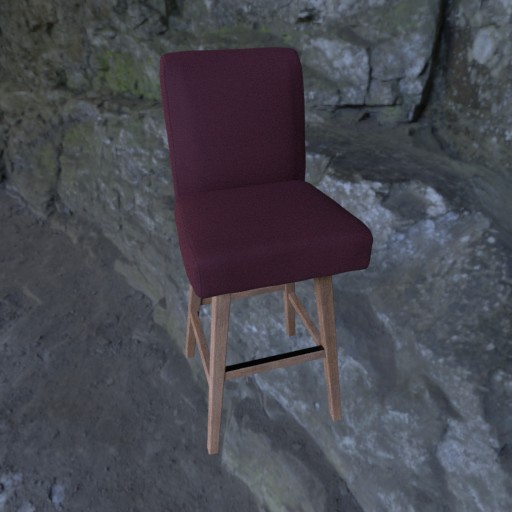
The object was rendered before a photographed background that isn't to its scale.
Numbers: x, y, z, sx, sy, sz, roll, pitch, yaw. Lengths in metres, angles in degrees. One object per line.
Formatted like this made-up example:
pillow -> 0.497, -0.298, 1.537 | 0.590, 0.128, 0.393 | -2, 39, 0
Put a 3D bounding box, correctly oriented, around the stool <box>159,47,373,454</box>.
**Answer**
stool -> 0.000, 0.000, 1.352 | 0.468, 1.093, 0.562 | -9, 34, -14
